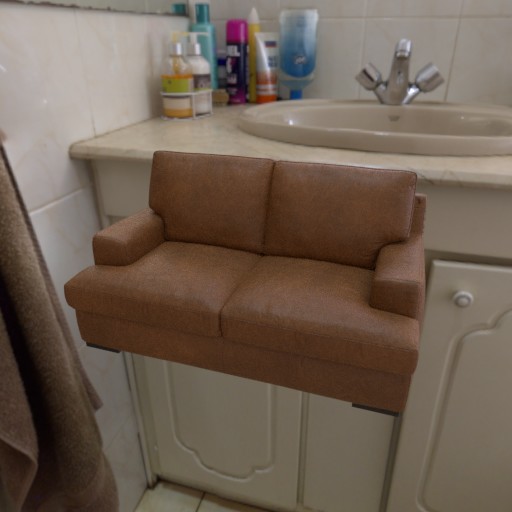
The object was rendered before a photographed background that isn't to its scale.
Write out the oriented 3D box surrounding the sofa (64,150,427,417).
[{"bbox_3d":[0.000,0.000,2.563,1.880,0.966,1.144,8,27,16],"label":"sofa"}]
